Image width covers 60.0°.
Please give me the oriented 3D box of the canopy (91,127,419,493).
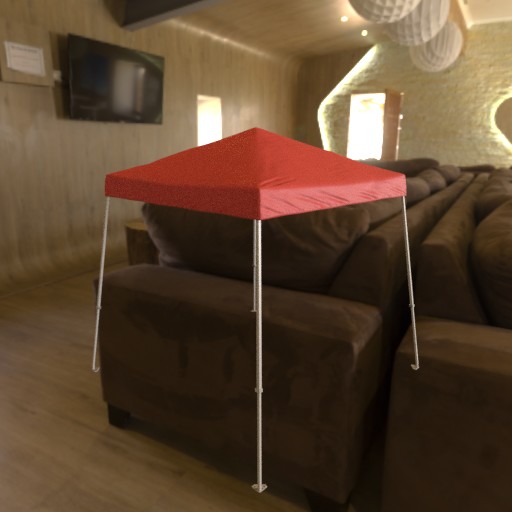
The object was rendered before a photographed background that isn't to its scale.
[{"bbox_3d":[0.000,0.000,6.449,3.599,3.600,3.600,13,19,43],"label":"canopy"}]
